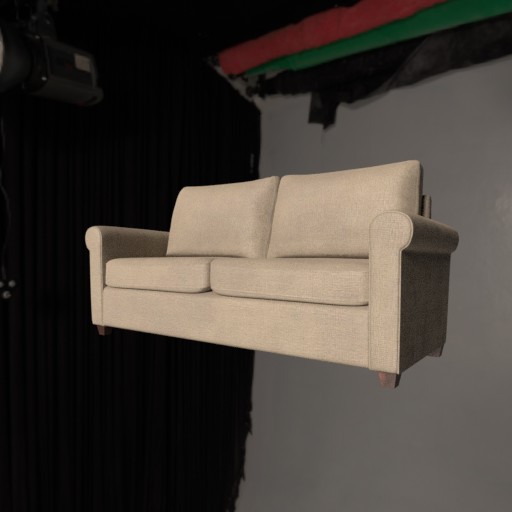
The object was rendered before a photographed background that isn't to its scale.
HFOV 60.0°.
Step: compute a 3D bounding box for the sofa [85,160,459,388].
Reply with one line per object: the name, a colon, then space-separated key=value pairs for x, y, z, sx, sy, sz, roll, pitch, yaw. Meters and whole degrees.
sofa: x=0.000 y=0.000 z=2.422 sx=1.935 sy=0.942 sz=0.842 roll=0 pitch=1 yaw=36
